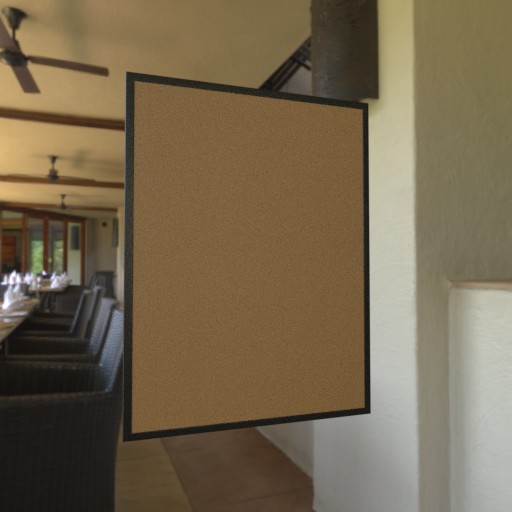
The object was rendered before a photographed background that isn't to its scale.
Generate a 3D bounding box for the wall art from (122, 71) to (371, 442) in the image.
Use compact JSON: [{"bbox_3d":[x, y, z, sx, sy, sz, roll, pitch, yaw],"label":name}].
[{"bbox_3d":[0.000,0.000,1.408,0.804,1.061,0.039,1,-2,-18],"label":"wall art"}]
